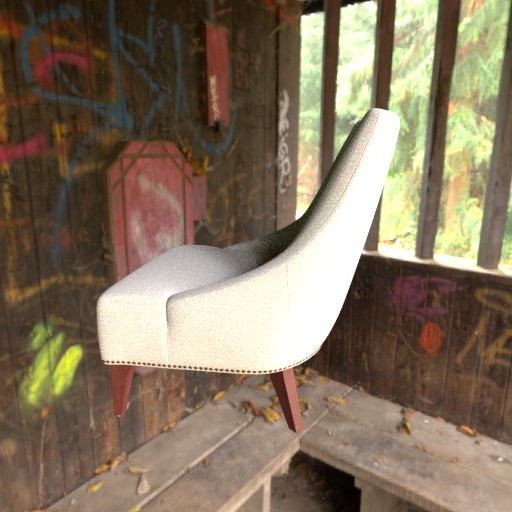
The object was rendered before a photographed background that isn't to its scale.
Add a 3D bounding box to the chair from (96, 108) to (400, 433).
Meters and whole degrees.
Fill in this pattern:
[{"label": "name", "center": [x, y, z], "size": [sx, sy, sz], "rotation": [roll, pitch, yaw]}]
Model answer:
[{"label": "chair", "center": [0.000, 0.000, 1.508], "size": [0.861, 0.909, 0.701], "rotation": [2, 14, 9]}]
